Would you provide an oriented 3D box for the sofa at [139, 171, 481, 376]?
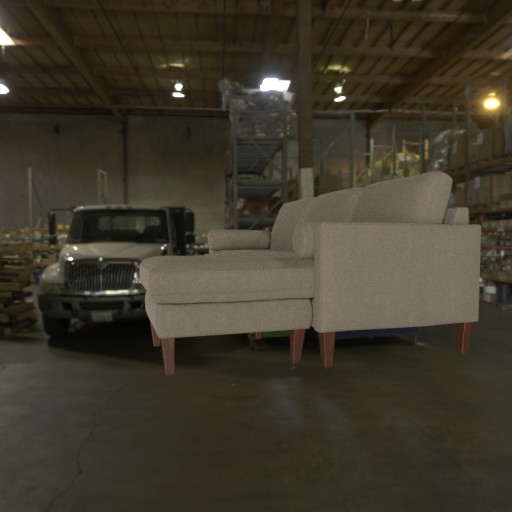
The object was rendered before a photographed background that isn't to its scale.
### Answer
[{"bbox_3d":[0.000,0.000,2.853,1.506,0.875,2.178,-1,2,-18],"label":"sofa"}]
